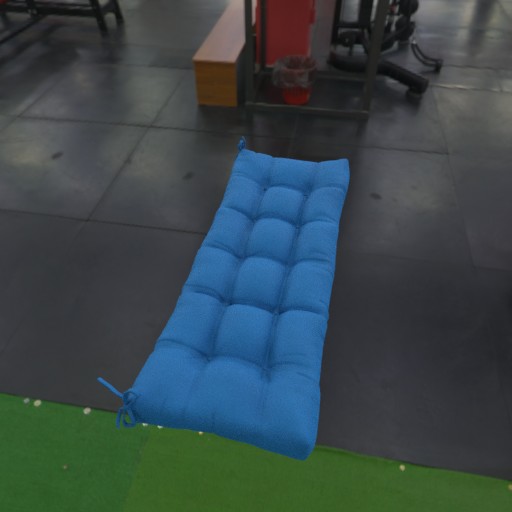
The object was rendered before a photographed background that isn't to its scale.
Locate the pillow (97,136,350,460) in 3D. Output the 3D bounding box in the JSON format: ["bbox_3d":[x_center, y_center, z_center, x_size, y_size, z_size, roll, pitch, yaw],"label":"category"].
[{"bbox_3d":[0.000,0.000,1.387,0.511,0.174,1.194,9,46,9],"label":"pillow"}]
